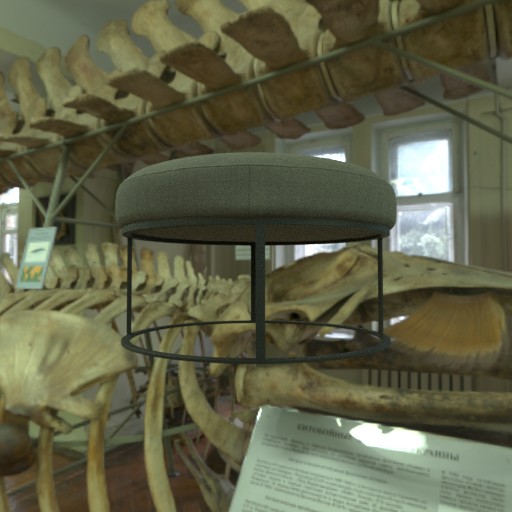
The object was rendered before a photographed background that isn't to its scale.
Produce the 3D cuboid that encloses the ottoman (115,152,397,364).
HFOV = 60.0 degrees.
[{"bbox_3d":[0.000,0.000,1.261,0.772,0.460,0.772,0,-2,0],"label":"ottoman"}]
